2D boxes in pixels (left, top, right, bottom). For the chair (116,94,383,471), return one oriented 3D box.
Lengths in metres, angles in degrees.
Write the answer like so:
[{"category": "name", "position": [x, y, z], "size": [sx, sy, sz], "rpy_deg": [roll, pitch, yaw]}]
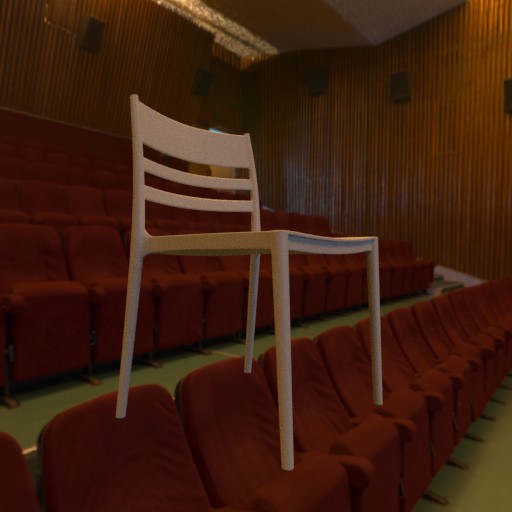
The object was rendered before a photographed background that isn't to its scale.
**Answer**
[{"category": "chair", "position": [0.000, 0.000, 1.160], "size": [0.511, 0.800, 0.531], "rpy_deg": [0, 1, 37]}]
